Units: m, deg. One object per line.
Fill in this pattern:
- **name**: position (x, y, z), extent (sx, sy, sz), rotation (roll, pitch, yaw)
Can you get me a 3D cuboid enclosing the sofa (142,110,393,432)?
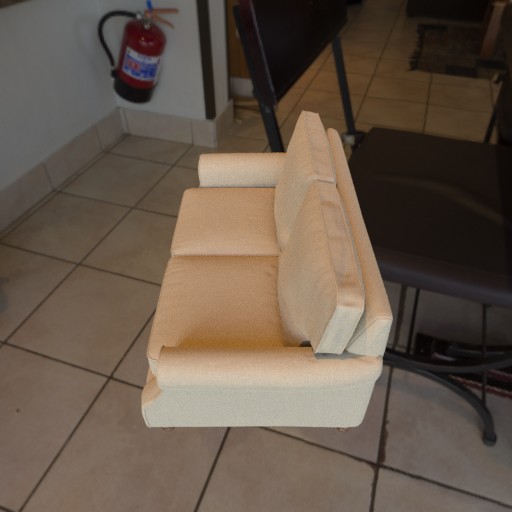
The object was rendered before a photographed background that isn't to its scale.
- **sofa**: position (0.000, 0.000, 2.270), extent (0.964, 0.937, 1.665), rotation (0, 41, 0)
